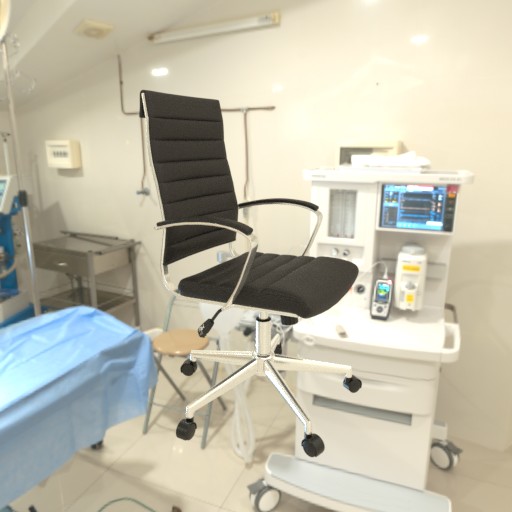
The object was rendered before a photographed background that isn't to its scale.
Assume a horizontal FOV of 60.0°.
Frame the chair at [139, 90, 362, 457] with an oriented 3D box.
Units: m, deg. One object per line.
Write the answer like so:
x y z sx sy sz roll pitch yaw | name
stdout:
0.000 0.000 1.638 0.739 1.149 0.766 8 17 28 | chair
